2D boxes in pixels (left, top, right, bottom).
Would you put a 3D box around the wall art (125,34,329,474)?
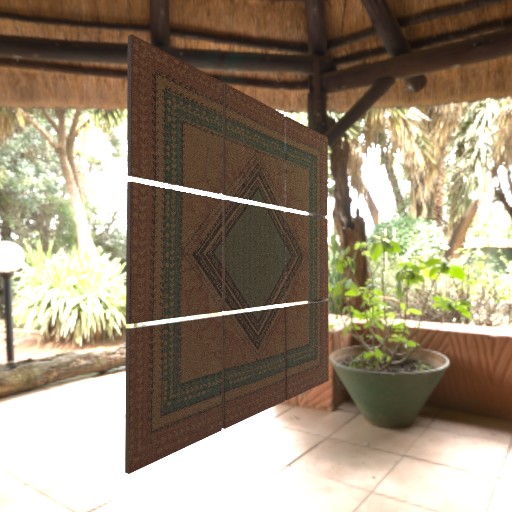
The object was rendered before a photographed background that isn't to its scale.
[{"bbox_3d":[0.000,0.000,1.295,0.013,0.914,0.915,-1,-2,36],"label":"wall art"}]
